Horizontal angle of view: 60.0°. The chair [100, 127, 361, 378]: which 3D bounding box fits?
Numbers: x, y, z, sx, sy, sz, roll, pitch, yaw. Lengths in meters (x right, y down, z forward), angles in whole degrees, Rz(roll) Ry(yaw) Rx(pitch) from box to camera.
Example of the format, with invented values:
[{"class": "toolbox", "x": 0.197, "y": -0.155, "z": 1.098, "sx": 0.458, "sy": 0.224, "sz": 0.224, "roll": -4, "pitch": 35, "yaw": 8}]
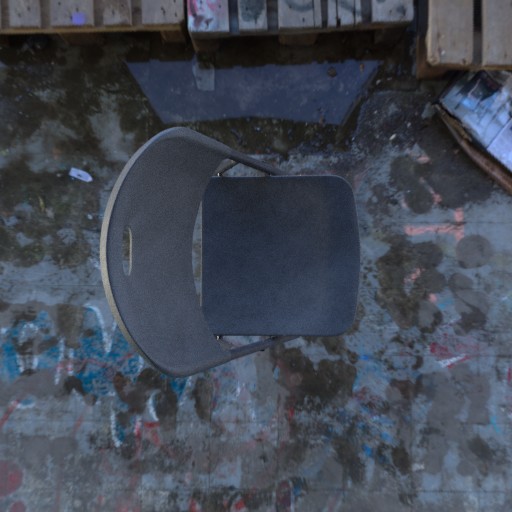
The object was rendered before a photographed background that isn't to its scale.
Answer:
[{"class": "chair", "x": 0.000, "y": 0.000, "z": 1.194, "sx": 0.567, "sy": 0.810, "sz": 0.494, "roll": 0, "pitch": 89, "yaw": 0}]
